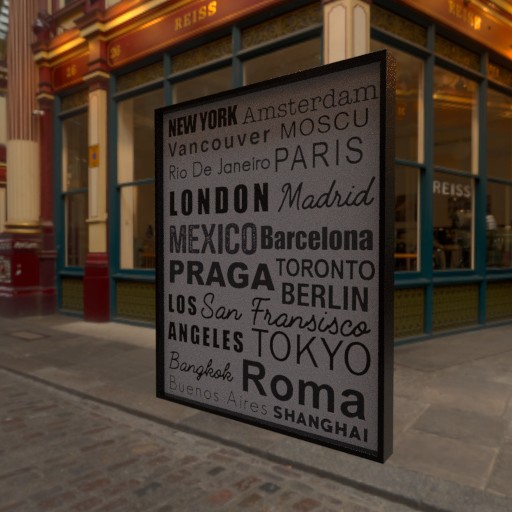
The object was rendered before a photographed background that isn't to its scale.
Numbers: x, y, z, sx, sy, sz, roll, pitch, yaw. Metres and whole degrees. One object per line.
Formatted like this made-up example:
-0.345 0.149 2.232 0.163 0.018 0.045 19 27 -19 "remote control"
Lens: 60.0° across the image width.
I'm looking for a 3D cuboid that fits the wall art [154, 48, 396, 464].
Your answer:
0.000 0.000 0.732 0.448 0.551 0.038 1 2 36 "wall art"
